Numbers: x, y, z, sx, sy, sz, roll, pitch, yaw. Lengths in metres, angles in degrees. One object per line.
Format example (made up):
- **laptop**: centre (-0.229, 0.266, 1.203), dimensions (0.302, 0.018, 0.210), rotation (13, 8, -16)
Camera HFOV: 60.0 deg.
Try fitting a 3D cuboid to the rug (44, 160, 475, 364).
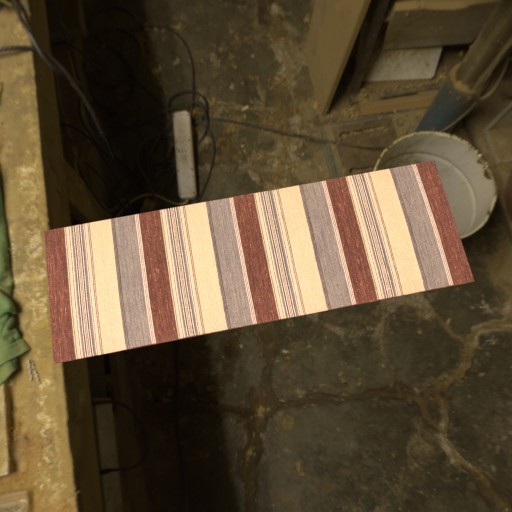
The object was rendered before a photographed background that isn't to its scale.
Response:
- **rug**: centre (0.000, 0.000, 2.622), dimensions (2.437, 0.006, 0.792), rotation (-11, 75, -3)
